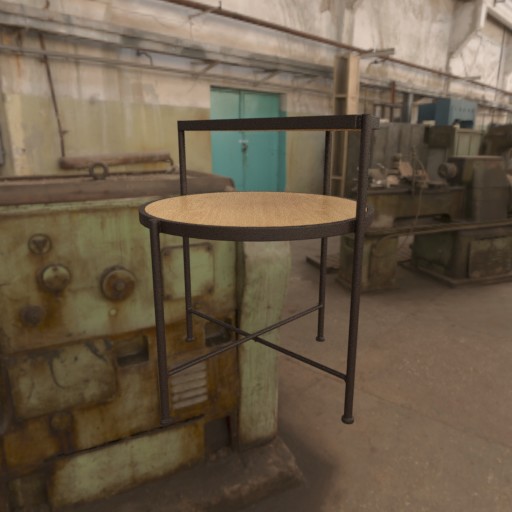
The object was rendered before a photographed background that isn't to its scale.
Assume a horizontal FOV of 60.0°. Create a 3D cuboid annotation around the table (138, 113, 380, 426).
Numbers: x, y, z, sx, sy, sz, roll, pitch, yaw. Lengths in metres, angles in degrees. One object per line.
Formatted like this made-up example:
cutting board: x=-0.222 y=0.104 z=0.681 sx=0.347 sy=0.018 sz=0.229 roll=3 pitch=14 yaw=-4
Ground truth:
table: x=0.000 y=0.000 z=1.149 sx=0.629 sy=0.684 sz=0.628 roll=14 pitch=21 yaw=42
